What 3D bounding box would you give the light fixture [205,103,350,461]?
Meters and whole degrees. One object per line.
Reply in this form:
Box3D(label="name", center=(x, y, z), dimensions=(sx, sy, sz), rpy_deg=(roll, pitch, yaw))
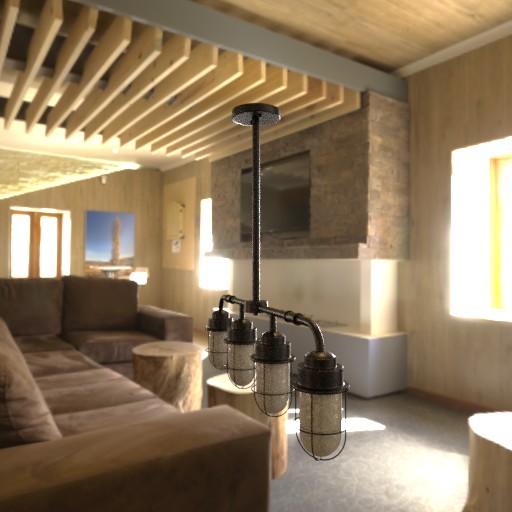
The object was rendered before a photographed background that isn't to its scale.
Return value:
Box3D(label="light fixture", center=(0.000, 0.000, 1.200), dimensions=(0.131, 0.785, 0.852), rpy_deg=(0, -1, -19))
